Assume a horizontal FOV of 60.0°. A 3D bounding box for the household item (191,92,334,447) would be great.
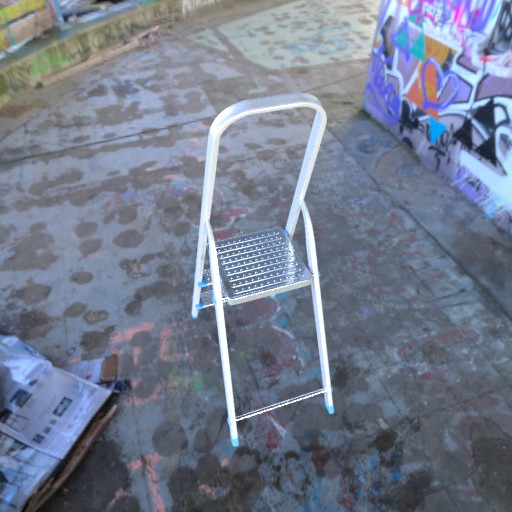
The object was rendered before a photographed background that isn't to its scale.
[{"bbox_3d":[0.000,0.000,1.522,0.420,1.215,0.687,-13,45,-14],"label":"household item"}]
